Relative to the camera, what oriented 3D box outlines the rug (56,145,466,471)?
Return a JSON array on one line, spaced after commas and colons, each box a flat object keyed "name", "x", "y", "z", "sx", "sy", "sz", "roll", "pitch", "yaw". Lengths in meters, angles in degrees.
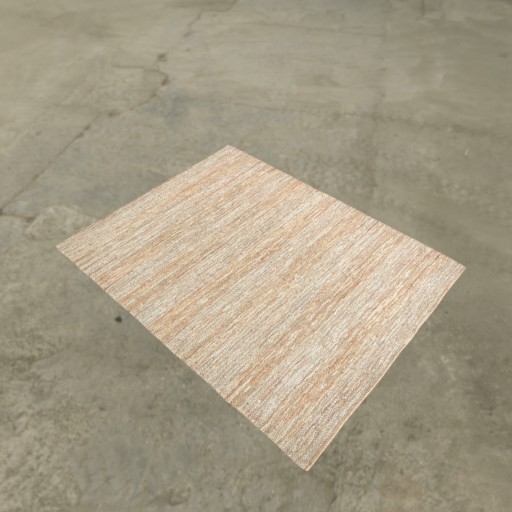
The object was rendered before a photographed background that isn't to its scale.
[{"name": "rug", "x": 0.000, "y": 0.000, "z": 3.984, "sx": 2.939, "sy": 0.009, "sz": 2.313, "roll": 33, "pitch": 54, "yaw": 28}]
